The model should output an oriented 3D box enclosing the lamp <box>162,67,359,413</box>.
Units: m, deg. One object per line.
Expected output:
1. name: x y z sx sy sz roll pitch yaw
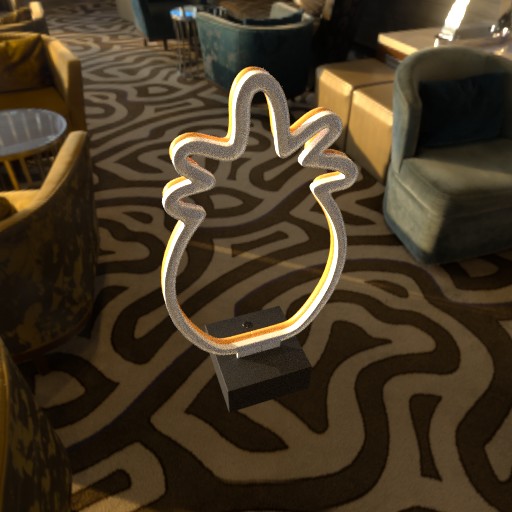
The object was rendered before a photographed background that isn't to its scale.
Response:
1. lamp: 0.000 0.000 0.386 0.167 0.317 0.088 -13 42 -15
